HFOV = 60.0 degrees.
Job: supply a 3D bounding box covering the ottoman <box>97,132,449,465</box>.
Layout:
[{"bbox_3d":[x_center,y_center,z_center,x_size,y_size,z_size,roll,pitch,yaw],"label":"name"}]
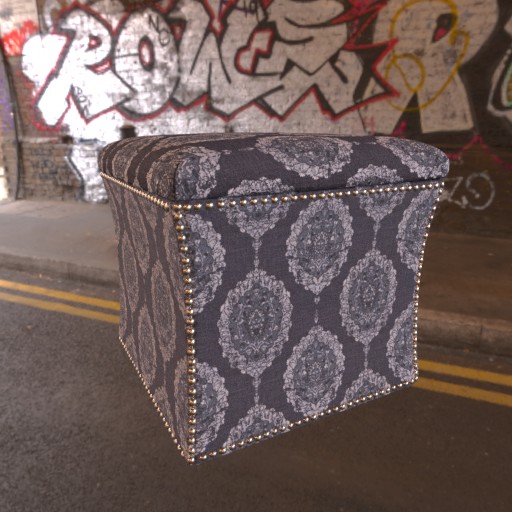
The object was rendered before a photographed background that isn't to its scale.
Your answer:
[{"bbox_3d":[0.000,0.000,0.883,0.507,0.475,0.497,-9,18,-27],"label":"ottoman"}]
